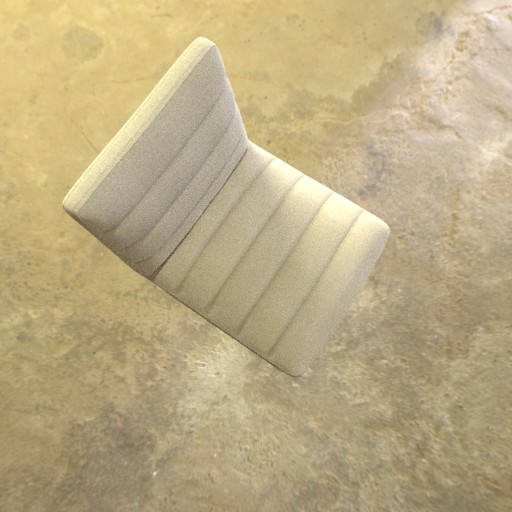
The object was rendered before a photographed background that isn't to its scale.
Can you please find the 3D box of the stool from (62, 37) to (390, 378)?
[{"bbox_3d":[0.000,0.000,1.258,0.567,0.971,0.459,33,78,8],"label":"stool"}]
